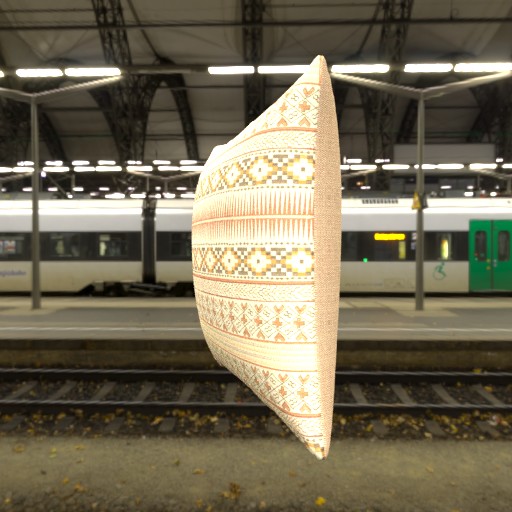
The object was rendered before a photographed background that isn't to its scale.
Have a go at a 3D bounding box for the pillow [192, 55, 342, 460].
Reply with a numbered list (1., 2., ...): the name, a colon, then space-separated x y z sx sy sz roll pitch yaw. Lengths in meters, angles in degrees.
1. pillow: 0.000 0.000 0.804 0.215 0.519 0.521 0 1 -20
